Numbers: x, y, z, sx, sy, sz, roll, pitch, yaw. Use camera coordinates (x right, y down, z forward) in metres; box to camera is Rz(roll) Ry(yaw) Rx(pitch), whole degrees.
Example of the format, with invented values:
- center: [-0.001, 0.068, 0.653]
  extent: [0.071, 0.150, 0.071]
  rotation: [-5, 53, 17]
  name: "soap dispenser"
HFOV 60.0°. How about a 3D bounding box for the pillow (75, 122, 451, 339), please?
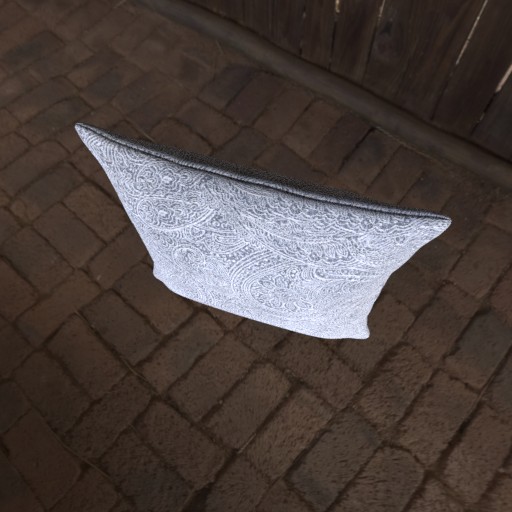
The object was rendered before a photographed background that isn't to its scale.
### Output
- center: [0.000, 0.000, 0.804]
  extent: [0.523, 0.510, 0.166]
  rotation: [16, 64, 8]
  name: "pillow"
